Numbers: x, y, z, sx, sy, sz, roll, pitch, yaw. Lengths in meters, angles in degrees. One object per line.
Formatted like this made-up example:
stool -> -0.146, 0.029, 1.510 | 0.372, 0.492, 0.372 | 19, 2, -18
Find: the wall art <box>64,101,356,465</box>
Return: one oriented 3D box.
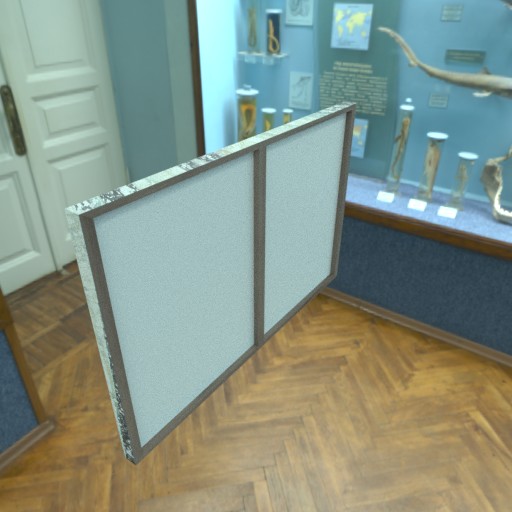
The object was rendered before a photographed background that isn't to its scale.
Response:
wall art -> 0.000, 0.000, 1.127 | 0.038, 0.598, 0.919 | 21, 37, 31
